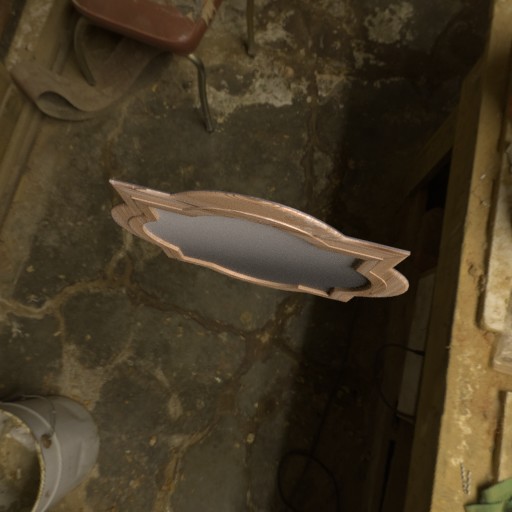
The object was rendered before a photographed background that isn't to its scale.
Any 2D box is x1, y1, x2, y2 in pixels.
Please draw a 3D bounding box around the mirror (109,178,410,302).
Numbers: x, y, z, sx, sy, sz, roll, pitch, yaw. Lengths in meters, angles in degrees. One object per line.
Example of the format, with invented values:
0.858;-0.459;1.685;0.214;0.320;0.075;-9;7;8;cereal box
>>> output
0.000;0.000;1.044;0.686;0.686;0.019;14;76;4;mirror
